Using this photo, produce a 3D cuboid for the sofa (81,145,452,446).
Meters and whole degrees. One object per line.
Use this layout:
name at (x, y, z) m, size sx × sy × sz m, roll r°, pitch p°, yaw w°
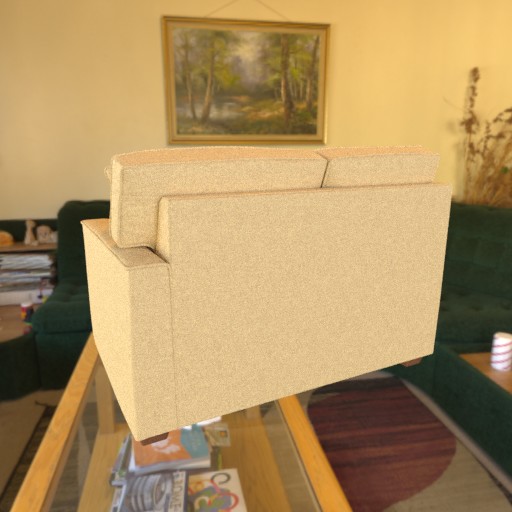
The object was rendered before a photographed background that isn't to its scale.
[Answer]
sofa at (0.000, 0.000, 2.038) m, size 1.388 × 0.989 × 0.991 m, roll -7°, pitch 15°, yaw -27°
